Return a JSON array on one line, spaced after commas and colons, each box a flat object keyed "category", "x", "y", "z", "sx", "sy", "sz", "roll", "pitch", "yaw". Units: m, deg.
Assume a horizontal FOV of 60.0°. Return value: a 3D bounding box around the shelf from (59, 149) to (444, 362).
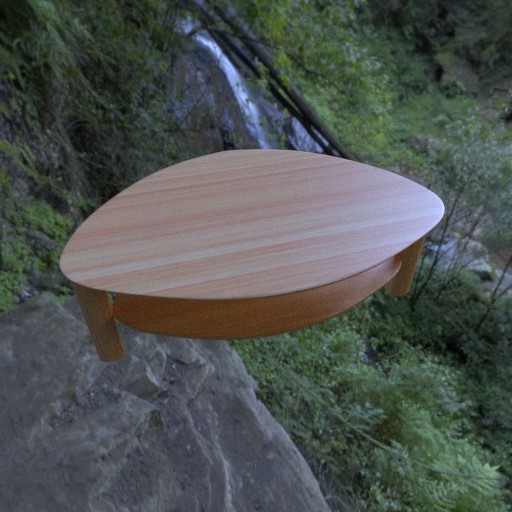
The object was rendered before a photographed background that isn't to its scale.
[{"category": "shelf", "x": 0.000, "y": 0.000, "z": 1.633, "sx": 1.246, "sy": 0.440, "sz": 0.845, "roll": -11, "pitch": 41, "yaw": -13}]
